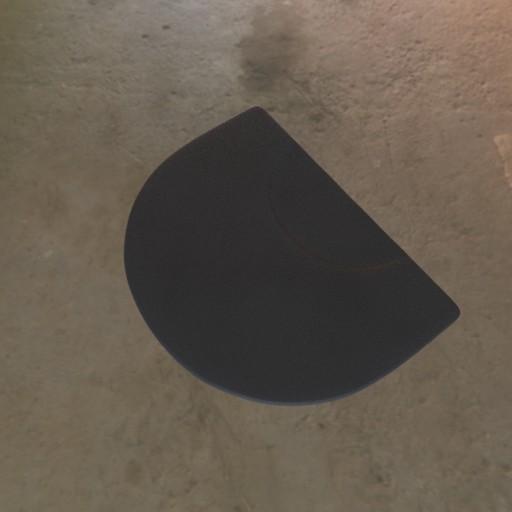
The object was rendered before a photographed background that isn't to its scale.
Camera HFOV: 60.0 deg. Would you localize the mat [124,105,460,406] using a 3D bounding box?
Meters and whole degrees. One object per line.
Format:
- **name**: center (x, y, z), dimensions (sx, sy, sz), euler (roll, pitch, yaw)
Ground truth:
- **mat**: center (0.000, 0.000, 1.642), dimensions (0.917, 0.016, 1.220), euler (-33, 68, -15)
